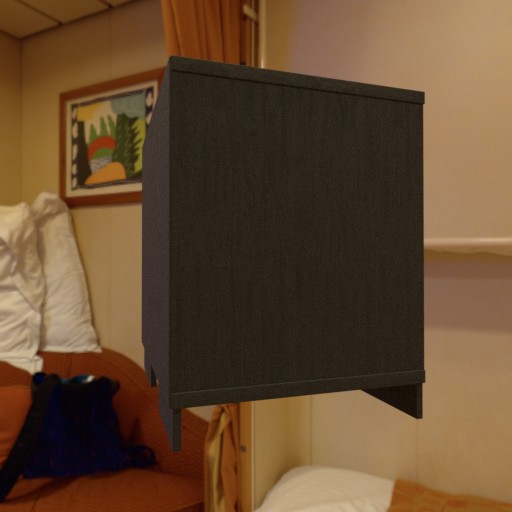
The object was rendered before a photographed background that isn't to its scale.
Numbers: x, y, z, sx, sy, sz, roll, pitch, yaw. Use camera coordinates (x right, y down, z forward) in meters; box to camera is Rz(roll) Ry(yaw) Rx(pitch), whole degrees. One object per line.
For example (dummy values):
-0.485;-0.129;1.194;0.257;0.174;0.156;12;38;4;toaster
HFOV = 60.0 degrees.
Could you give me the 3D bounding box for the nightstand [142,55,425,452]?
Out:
0.000;0.000;0.753;0.347;0.448;0.427;0;-1;-18;nightstand
